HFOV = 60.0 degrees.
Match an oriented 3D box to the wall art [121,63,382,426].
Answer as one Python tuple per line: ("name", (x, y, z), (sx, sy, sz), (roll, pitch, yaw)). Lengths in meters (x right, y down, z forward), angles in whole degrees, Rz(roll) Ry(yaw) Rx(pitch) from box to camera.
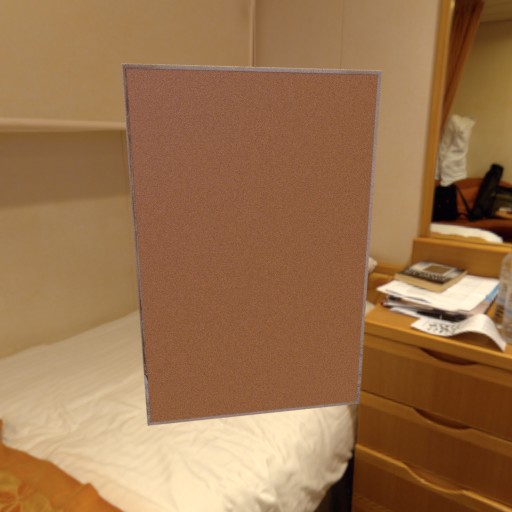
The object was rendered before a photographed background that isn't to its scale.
("wall art", (0.000, 0.000, 0.773), (0.403, 0.607, 0.036), (-3, 15, -10))
